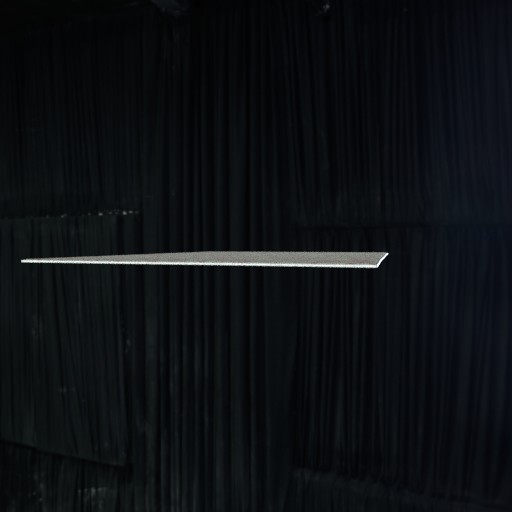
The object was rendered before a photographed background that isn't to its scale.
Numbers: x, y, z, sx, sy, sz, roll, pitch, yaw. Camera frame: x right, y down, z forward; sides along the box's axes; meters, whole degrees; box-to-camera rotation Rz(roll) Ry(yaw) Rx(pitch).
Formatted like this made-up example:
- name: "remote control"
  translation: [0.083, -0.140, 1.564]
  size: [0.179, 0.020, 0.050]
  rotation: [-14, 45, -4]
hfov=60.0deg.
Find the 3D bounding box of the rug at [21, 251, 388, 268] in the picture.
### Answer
- name: "rug"
  translation: [0.000, 0.000, 2.864]
  size: [1.598, 0.014, 2.202]
  rotation: [0, 2, 17]
